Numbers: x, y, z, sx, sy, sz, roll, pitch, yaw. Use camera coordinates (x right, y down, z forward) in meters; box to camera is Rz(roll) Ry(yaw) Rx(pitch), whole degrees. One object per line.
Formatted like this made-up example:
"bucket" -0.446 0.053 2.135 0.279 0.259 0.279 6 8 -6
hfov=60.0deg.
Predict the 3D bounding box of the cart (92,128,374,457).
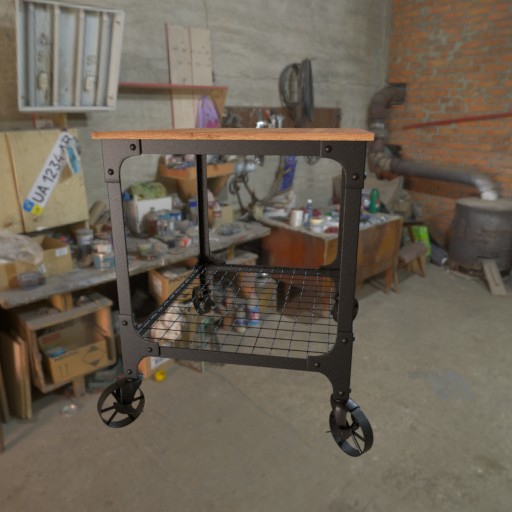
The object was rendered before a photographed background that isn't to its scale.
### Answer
"cart" 0.000 0.000 1.100 0.558 0.603 0.666 3 17 10
